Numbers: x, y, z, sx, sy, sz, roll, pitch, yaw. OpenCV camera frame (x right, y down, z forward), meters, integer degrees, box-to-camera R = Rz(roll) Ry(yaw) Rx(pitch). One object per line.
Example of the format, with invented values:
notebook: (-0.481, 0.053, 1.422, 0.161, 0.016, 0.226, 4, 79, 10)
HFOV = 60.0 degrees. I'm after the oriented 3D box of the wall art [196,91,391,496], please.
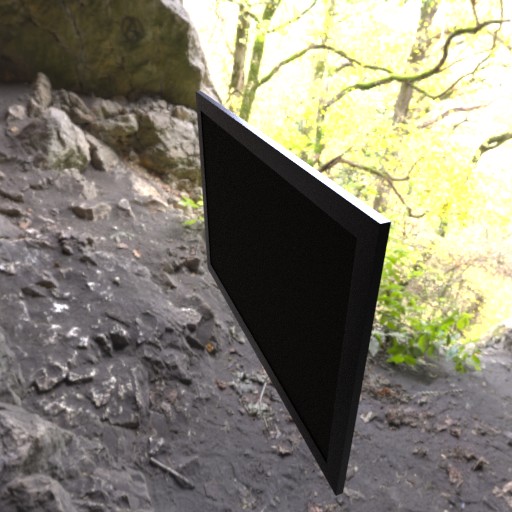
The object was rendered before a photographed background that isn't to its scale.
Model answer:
wall art: (0.000, 0.000, 0.796, 0.013, 0.447, 0.660, -12, 33, -18)
